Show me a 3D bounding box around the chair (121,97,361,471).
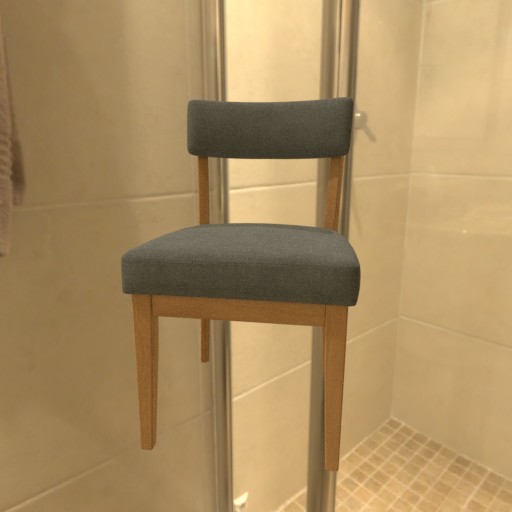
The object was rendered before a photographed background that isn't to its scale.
[{"bbox_3d":[0.000,0.000,1.169,0.508,0.832,0.572,2,14,9],"label":"chair"}]
